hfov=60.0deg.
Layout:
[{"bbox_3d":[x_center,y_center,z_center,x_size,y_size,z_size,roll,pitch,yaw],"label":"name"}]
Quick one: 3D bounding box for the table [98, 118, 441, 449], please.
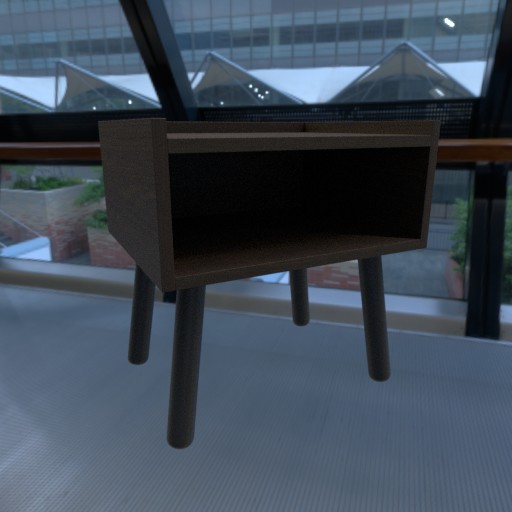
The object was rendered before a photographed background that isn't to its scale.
[{"bbox_3d":[0.000,0.000,0.807,0.450,0.470,0.370,-8,18,-26],"label":"table"}]
